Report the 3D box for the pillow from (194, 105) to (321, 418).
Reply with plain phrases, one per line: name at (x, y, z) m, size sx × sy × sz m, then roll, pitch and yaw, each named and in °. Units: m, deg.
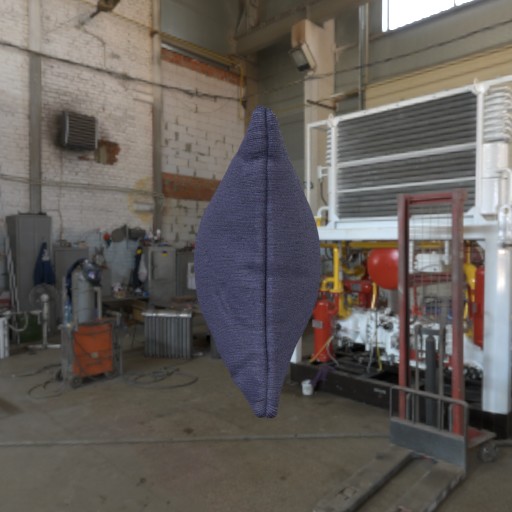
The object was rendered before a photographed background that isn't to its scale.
pillow at (0.000, 0.000, 0.785) m, size 0.210 × 0.338 × 0.633 m, roll 0°, pitch 2°, yaw 0°
